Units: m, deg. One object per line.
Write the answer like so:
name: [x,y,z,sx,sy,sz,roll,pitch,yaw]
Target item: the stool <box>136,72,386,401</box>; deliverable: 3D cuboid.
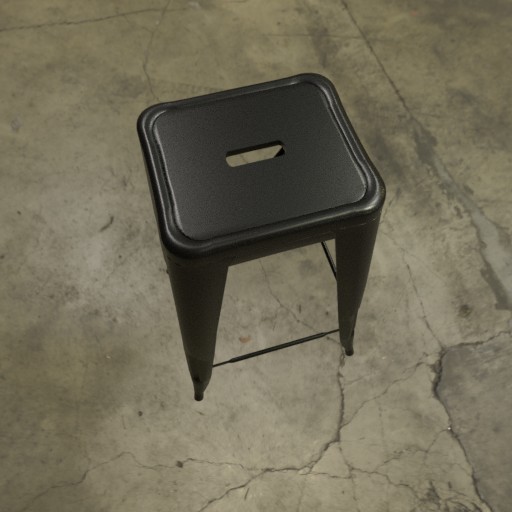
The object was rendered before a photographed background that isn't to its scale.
stool: [0.000,0.000,0.857,0.399,0.609,0.359,-15,64,-7]
